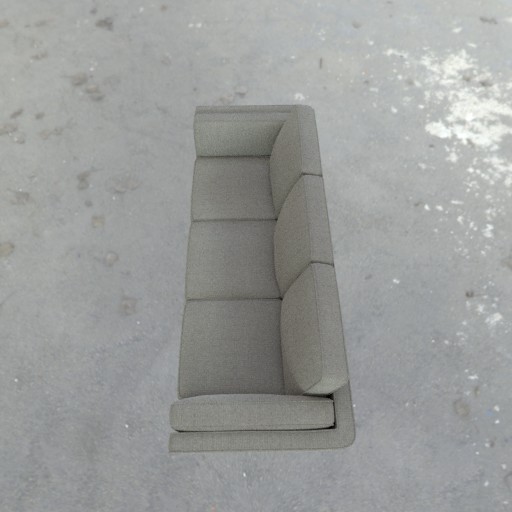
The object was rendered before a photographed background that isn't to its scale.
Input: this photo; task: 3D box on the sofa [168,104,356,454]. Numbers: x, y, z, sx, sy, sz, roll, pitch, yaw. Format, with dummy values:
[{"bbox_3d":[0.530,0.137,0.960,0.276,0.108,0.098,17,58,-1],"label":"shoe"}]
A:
[{"bbox_3d":[0.000,0.000,2.820,0.903,0.899,2.362,-1,58,-1],"label":"sofa"}]
